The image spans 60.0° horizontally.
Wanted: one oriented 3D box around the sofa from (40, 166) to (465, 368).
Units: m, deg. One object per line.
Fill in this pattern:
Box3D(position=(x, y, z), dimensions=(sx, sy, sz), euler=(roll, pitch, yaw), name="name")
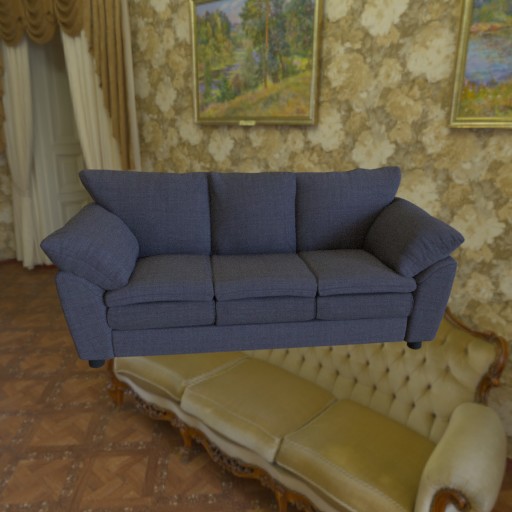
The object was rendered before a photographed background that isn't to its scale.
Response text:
Box3D(position=(0.000, 0.000, 2.837), dimensions=(2.336, 1.080, 0.883), euler=(-2, 16, -6), name="sofa")
